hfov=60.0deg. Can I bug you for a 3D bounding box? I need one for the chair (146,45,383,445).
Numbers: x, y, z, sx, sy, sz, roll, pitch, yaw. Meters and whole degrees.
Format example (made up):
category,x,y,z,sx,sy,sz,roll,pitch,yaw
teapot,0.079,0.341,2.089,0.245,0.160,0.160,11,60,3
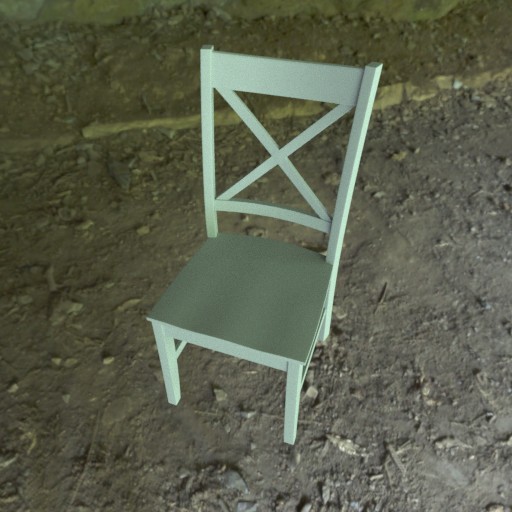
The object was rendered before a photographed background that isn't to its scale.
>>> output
category,x,y,z,sx,sy,sz,roll,pitch,yaw
chair,0.000,0.000,1.289,0.485,0.983,0.542,13,42,15
